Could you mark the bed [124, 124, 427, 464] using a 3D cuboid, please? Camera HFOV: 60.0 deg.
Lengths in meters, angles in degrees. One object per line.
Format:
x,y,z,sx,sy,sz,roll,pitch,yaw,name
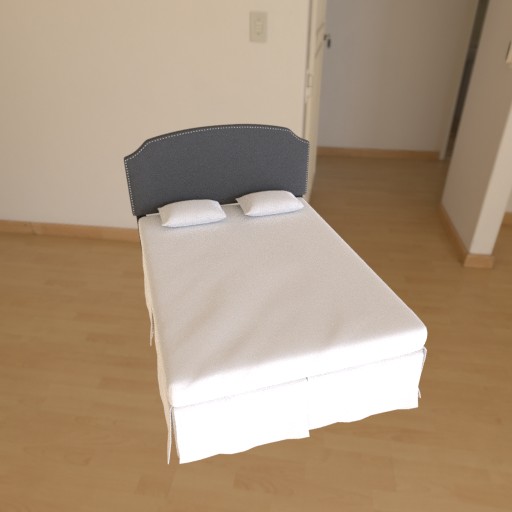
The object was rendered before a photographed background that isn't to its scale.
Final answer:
0.000,0.000,3.007,1.558,1.270,1.999,-9,32,-14,bed
